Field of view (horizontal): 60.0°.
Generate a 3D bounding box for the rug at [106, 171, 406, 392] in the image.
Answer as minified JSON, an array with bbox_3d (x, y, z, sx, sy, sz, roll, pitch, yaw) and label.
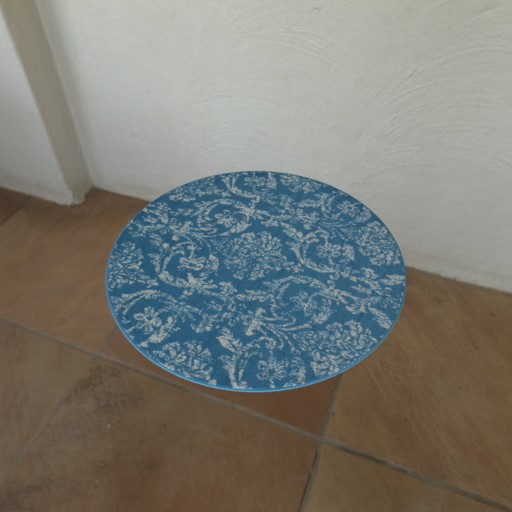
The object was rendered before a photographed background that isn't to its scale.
[{"bbox_3d":[0.000,0.000,2.411,1.593,0.012,1.593,0,46,0],"label":"rug"}]
